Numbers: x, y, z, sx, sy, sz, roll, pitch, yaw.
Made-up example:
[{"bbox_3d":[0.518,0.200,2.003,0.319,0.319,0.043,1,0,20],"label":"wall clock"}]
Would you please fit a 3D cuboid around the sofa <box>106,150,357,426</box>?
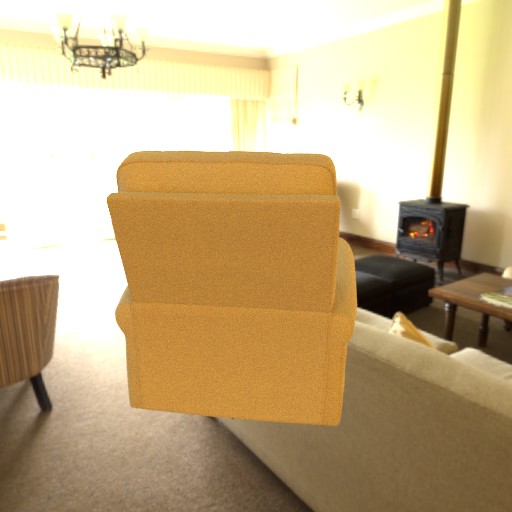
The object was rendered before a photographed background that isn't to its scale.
[{"bbox_3d":[0.000,0.000,2.031,0.880,0.959,1.478,2,14,8],"label":"sofa"}]
